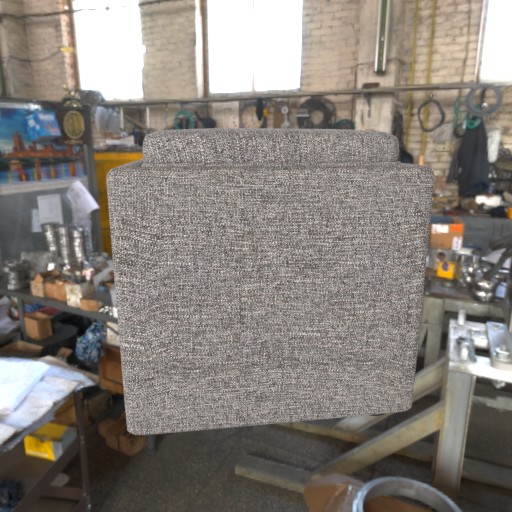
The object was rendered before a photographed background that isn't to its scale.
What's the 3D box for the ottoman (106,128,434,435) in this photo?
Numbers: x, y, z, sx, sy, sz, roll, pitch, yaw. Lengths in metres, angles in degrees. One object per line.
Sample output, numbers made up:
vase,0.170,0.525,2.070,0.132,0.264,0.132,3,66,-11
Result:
ottoman,0.000,0.000,0.838,0.450,0.460,0.450,-2,14,-8
